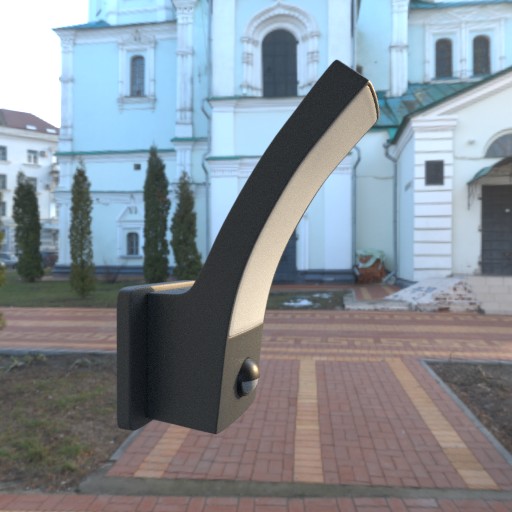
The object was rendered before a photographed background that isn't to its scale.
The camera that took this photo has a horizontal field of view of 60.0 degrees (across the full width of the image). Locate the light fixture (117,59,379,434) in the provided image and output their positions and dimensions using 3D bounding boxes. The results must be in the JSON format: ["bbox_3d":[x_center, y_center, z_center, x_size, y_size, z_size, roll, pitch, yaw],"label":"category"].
[{"bbox_3d":[0.000,0.000,0.328,0.174,0.243,0.108,0,0,19],"label":"light fixture"}]
